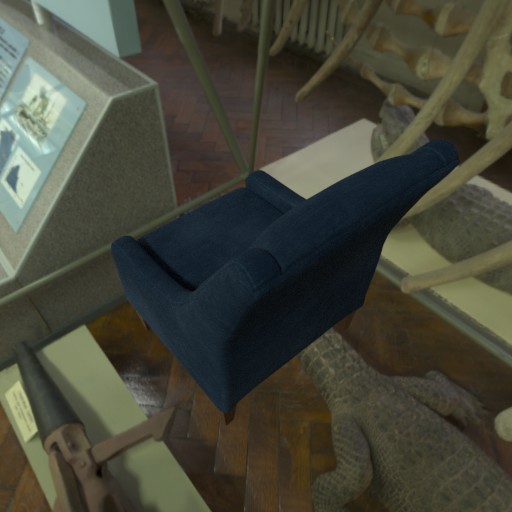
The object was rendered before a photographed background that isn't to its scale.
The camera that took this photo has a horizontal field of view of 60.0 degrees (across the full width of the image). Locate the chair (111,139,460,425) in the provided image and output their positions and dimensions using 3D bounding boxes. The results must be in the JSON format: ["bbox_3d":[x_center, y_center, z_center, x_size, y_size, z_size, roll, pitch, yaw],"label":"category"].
[{"bbox_3d":[0.000,0.000,1.607,0.774,1.014,0.870,-31,53,-27],"label":"chair"}]
